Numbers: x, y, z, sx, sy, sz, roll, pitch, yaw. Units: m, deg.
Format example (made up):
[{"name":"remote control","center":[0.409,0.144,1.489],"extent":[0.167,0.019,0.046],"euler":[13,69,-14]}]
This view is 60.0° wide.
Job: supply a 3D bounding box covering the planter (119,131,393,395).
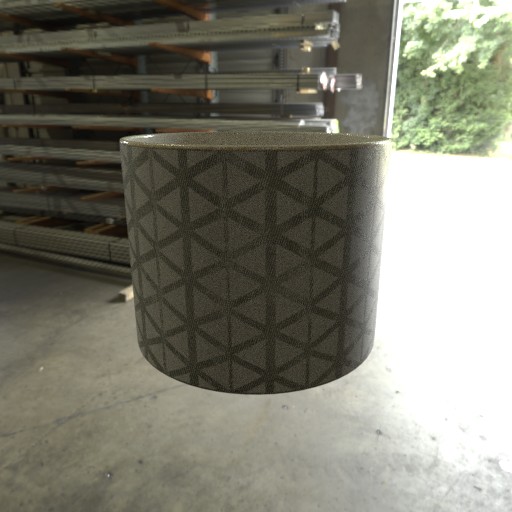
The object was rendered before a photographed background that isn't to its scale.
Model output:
[{"name":"planter","center":[0.000,0.000,0.348],"extent":[0.190,0.181,0.190],"euler":[0,18,0]}]
